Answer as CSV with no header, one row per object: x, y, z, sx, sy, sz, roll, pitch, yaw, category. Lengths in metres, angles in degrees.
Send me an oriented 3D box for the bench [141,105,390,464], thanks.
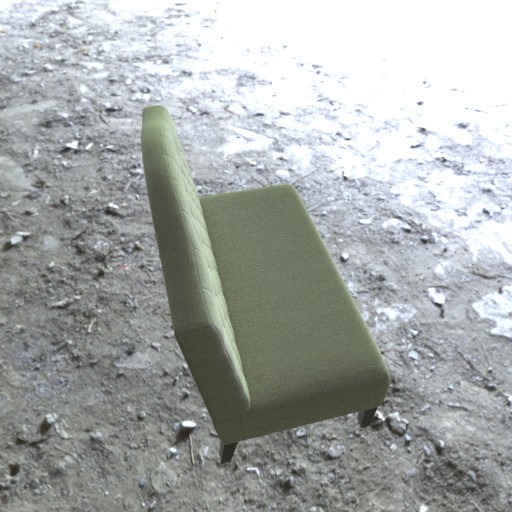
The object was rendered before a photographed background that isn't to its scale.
0.000,0.000,2.024,0.815,1.180,1.335,-10,46,-10,bench
